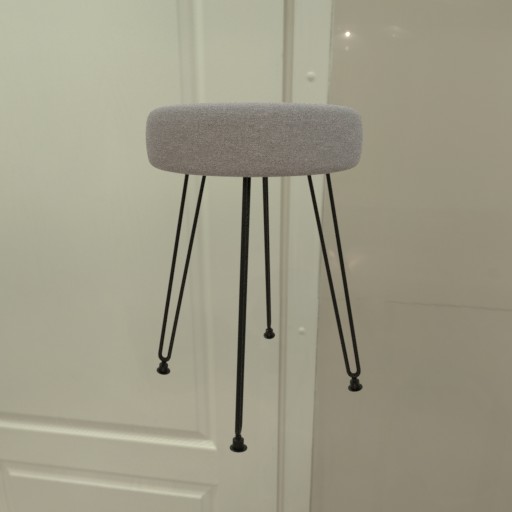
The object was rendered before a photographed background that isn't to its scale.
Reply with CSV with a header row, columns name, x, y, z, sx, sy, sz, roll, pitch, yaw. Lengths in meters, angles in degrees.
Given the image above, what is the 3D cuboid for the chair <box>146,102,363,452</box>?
name,x,y,z,sx,sy,sz,roll,pitch,yaw
chair,0.000,0.000,0.680,0.350,0.440,0.350,3,17,8
